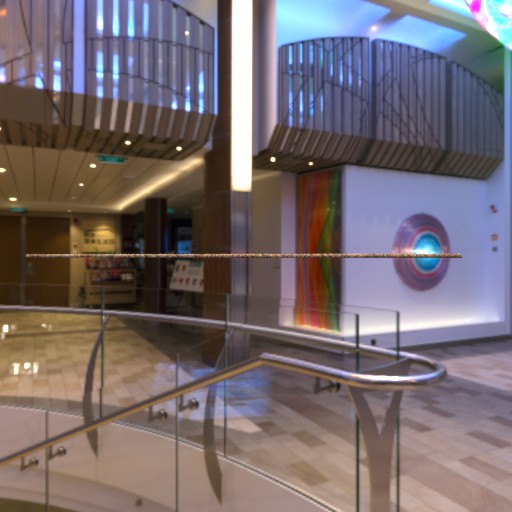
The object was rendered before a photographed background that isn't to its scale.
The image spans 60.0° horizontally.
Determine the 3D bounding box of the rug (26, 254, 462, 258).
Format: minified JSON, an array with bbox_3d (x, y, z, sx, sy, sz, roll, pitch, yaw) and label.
[{"bbox_3d":[0.000,0.000,2.215,1.761,0.014,1.143,0,0,18],"label":"rug"}]
